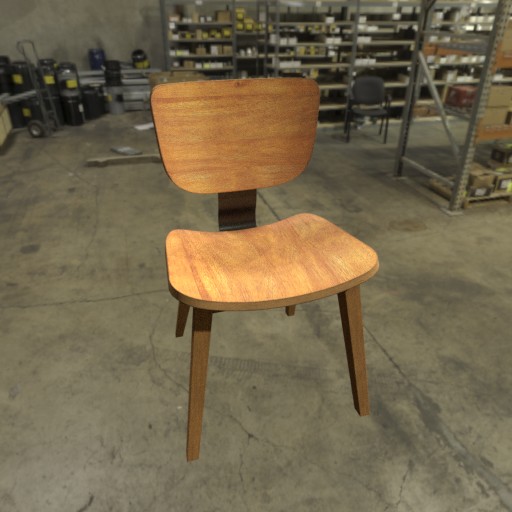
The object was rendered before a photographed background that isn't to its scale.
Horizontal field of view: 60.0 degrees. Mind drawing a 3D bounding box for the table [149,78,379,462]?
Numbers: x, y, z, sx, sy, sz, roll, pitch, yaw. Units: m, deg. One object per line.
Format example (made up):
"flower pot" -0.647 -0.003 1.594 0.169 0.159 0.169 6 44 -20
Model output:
"table" 0.000 0.000 1.146 0.499 0.805 0.500 -9 31 -15
